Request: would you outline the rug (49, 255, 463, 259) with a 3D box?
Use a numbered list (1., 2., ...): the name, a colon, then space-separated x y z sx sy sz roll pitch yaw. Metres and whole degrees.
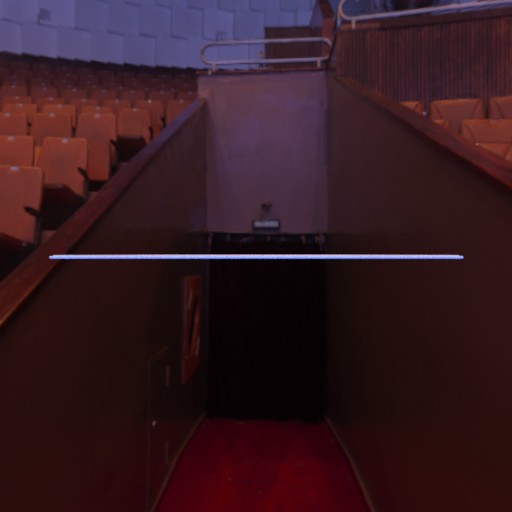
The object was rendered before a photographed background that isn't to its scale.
1. rug: 0.000 0.000 2.796 1.589 0.014 2.205 0 0 0
